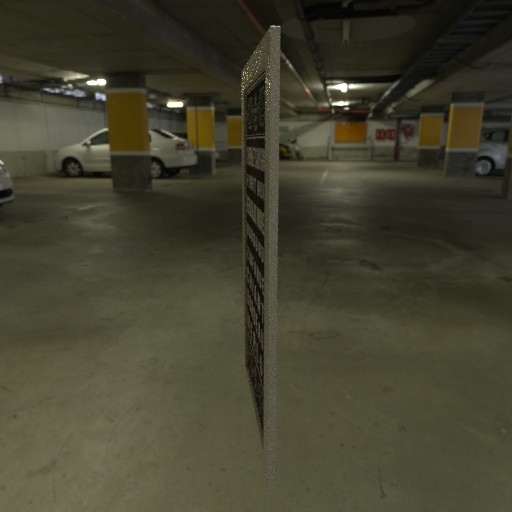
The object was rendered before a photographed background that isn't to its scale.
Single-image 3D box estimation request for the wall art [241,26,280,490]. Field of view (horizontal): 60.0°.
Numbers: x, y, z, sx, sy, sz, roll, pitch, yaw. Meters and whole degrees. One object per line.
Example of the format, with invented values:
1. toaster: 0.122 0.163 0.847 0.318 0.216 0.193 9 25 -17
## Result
1. wall art: 0.000 0.000 0.814 0.013 0.683 0.380 -2 15 -7
